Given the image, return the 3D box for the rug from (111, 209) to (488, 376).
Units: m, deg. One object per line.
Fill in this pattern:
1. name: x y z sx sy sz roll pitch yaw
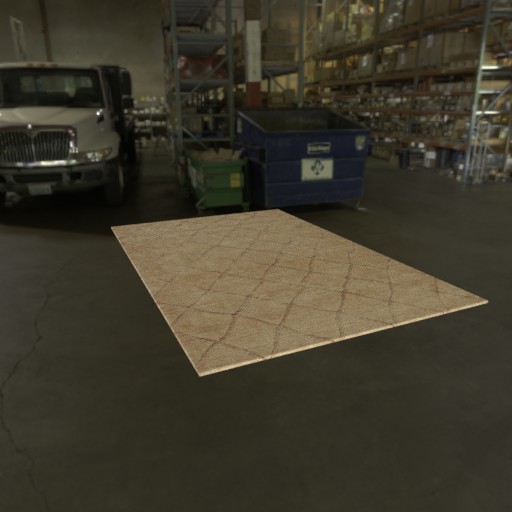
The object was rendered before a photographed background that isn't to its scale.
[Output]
1. rug: 0.000 0.000 2.921 1.528 0.014 2.292 -9 21 -24
